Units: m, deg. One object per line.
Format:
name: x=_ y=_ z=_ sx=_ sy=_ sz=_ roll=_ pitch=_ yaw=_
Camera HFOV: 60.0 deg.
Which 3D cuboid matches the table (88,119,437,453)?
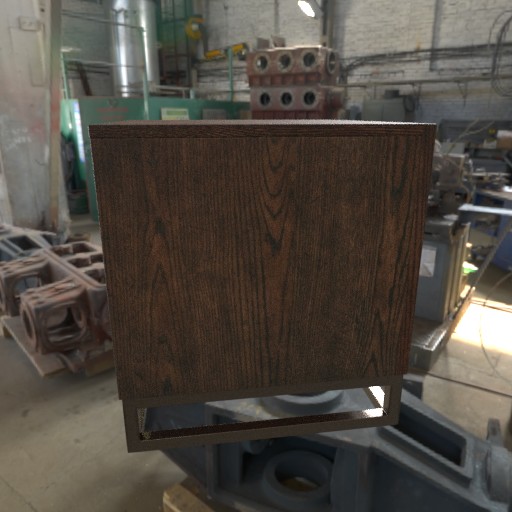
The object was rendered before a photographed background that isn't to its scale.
table: x=0.000 y=0.000 z=1.002 sx=0.566 sy=0.582 sz=0.506 roll=-3 pitch=18 yaw=-8
